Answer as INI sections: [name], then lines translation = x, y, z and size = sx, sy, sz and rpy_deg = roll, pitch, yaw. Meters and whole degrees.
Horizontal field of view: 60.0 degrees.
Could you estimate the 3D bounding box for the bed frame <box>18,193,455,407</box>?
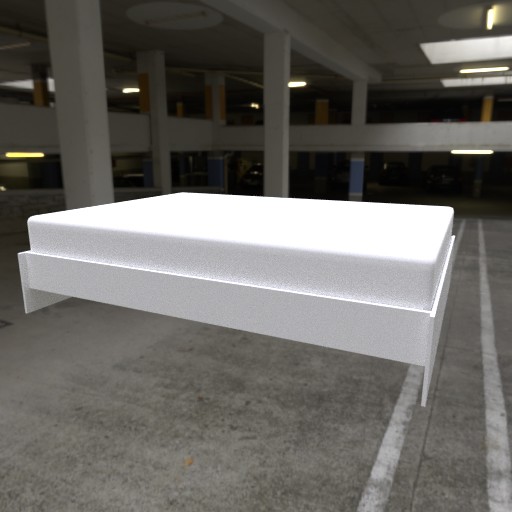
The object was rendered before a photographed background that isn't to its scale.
[bed frame]
translation = 0.000, 0.000, 2.449
size = 1.945, 0.497, 1.445
rpy_deg = 7, 15, 25
